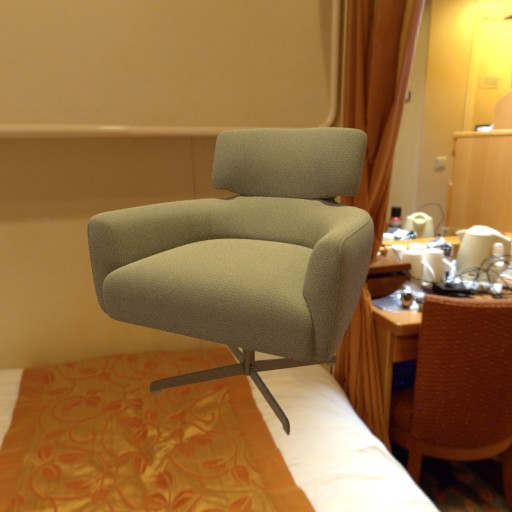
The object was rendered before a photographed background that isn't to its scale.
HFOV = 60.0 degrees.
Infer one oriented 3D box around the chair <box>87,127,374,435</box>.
[{"bbox_3d":[0.000,0.000,1.421,0.760,0.810,0.730,7,15,25],"label":"chair"}]
